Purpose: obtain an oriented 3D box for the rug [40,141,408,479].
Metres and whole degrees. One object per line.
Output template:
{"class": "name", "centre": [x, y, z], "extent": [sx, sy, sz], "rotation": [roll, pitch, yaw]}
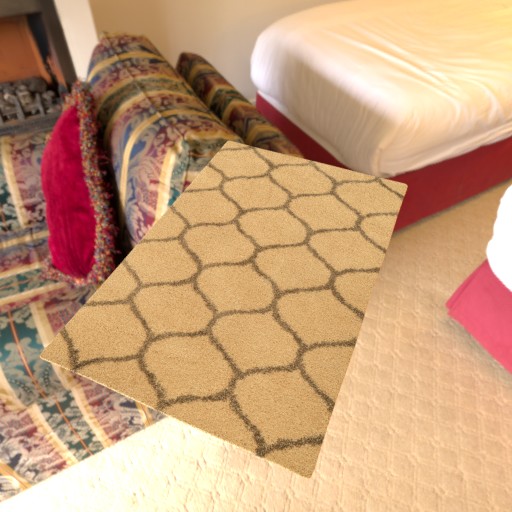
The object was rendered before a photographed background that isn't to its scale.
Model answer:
{"class": "rug", "centre": [0.000, 0.000, 3.384], "extent": [1.801, 0.026, 2.701], "rotation": [18, 49, 16]}
